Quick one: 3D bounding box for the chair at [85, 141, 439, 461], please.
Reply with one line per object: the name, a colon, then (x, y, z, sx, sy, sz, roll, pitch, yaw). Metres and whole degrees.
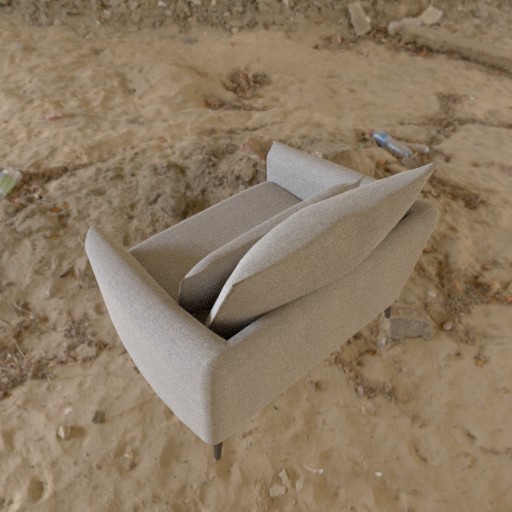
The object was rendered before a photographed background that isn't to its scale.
chair: (0.000, 0.000, 1.597, 1.029, 0.856, 0.801, -31, 53, -27)
